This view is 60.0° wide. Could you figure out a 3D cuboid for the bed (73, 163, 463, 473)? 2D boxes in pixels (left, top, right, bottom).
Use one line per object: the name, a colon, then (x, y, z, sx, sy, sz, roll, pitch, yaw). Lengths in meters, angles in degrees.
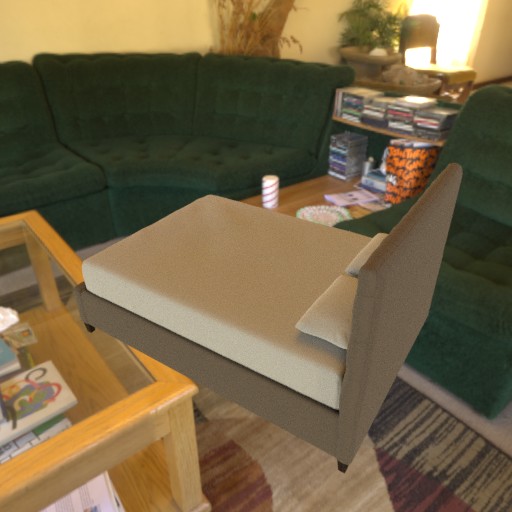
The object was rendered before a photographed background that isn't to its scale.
bed: (0.000, 0.000, 3.395, 2.387, 1.427, 1.698, 19, 36, 28)
